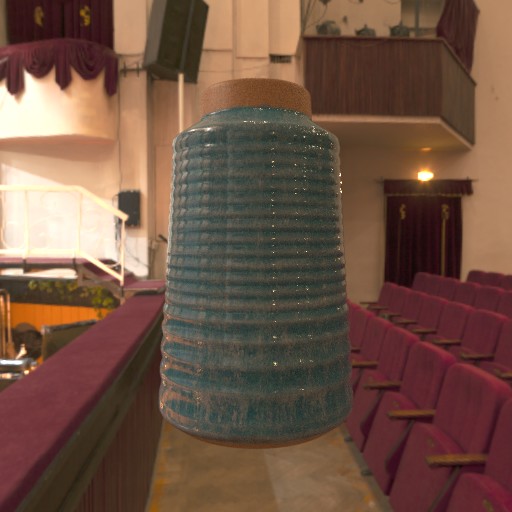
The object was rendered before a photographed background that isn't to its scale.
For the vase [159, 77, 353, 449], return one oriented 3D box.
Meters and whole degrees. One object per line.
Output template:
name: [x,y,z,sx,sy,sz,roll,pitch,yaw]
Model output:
vase: [0.000,0.000,0.376,0.163,0.267,0.163,0,2,0]
